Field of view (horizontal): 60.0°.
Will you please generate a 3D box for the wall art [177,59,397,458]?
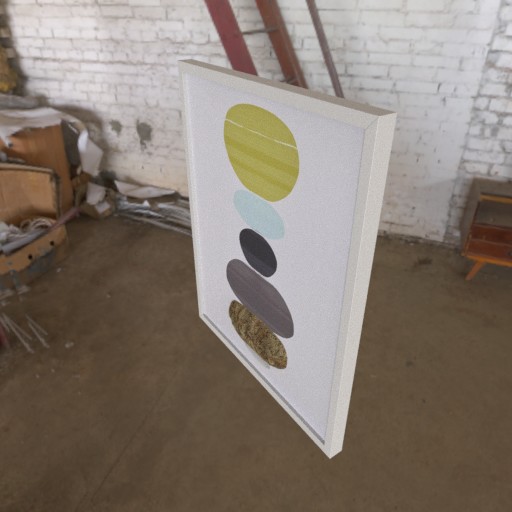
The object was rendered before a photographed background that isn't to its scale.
[{"bbox_3d":[0.000,0.000,1.020,0.055,0.763,0.611,-20,37,-29],"label":"wall art"}]
